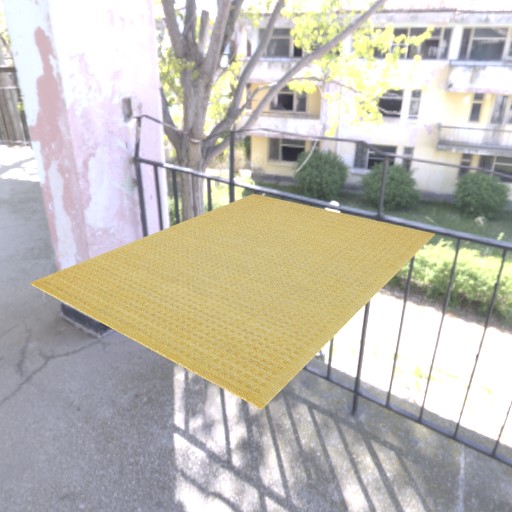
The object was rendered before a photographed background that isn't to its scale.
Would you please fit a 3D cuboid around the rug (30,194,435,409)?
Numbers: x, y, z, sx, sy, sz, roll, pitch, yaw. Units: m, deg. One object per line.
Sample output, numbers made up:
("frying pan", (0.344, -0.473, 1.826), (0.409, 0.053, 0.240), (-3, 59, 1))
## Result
("rug", (0.000, 0.000, 4.360), (2.486, 0.015, 3.242), (17, 30, 33))
